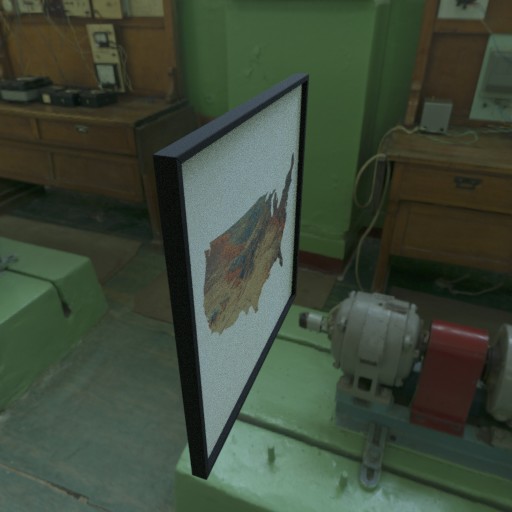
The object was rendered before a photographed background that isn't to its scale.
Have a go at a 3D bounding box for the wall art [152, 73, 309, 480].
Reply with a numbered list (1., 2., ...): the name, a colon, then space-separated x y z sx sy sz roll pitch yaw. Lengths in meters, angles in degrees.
1. wall art: 0.000 0.000 1.131 0.038 0.762 0.762 11 33 17
